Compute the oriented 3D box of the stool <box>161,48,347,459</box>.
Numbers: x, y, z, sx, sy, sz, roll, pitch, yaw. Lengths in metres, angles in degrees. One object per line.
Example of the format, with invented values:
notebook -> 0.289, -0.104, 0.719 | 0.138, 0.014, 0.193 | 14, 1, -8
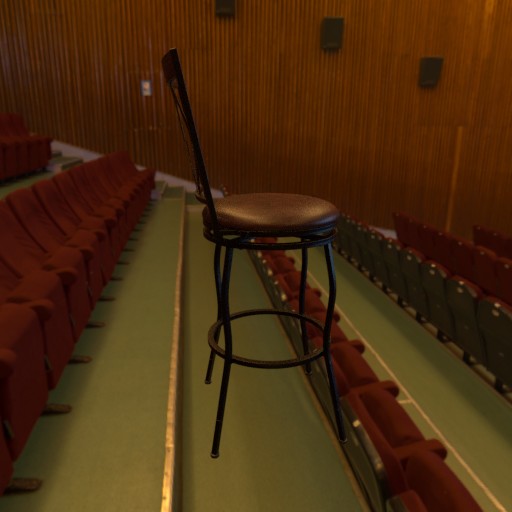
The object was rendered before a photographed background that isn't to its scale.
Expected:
stool -> 0.000, 0.000, 1.403 | 0.521, 1.134, 0.432 | -3, 16, -9
